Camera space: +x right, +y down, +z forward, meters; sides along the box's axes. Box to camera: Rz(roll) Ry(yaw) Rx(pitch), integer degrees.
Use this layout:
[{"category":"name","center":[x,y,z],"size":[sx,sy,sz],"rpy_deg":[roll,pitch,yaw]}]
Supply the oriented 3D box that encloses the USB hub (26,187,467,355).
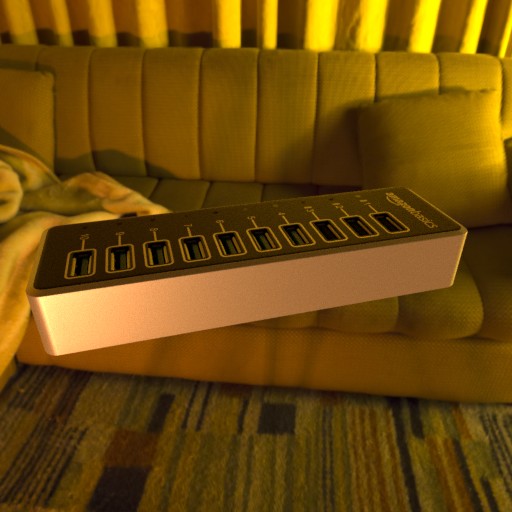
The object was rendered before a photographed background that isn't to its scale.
[{"category":"USB hub","center":[0.000,0.000,0.162],"size":[0.145,0.023,0.044],"rpy_deg":[-8,32,-13]}]
